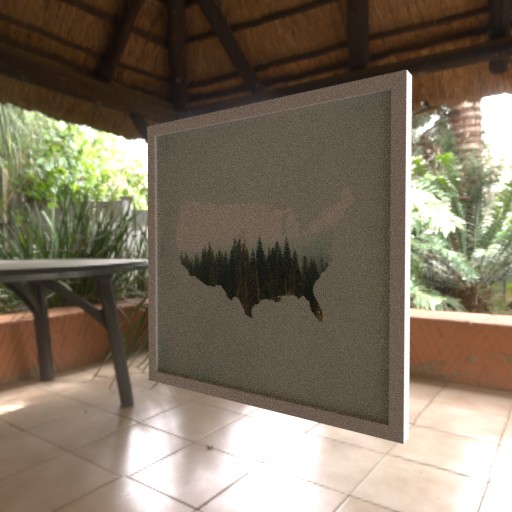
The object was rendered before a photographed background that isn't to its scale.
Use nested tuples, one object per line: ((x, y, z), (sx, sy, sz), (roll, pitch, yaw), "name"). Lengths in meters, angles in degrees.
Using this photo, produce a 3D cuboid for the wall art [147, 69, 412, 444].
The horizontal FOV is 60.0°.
((0.000, 0.000, 1.132), (0.762, 0.762, 0.038), (1, 2, 34), "wall art")
